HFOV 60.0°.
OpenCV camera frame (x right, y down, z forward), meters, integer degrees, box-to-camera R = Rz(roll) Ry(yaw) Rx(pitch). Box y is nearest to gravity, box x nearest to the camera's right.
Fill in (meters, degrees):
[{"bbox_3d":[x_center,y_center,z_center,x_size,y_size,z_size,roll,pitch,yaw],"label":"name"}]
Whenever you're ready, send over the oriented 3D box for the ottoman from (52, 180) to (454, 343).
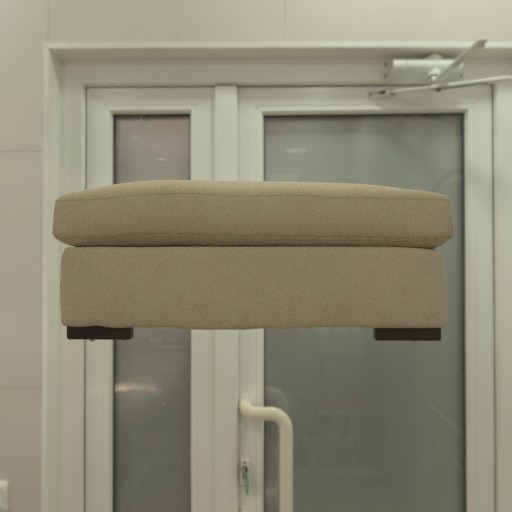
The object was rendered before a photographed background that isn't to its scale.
[{"bbox_3d":[0.000,0.000,1.871,1.190,0.522,1.205,0,-1,1],"label":"ottoman"}]
